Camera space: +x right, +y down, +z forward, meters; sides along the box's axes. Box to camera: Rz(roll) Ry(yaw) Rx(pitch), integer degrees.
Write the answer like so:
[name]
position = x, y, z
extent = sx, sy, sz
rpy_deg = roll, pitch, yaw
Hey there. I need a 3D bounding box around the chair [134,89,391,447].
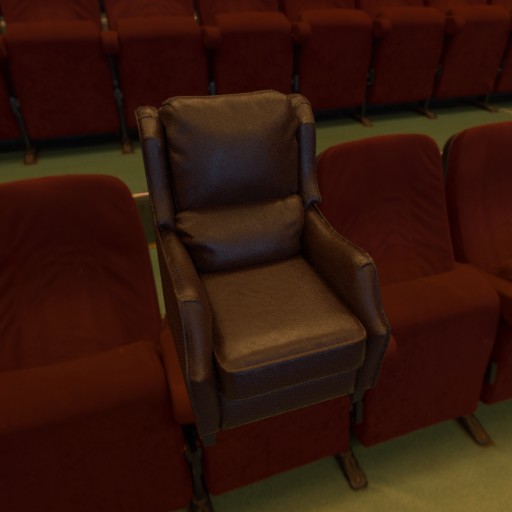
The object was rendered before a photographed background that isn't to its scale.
[chair]
position = 0.000, 0.000, 1.794
extent = 0.770, 1.132, 0.982
rpy_deg = -10, 34, -16
